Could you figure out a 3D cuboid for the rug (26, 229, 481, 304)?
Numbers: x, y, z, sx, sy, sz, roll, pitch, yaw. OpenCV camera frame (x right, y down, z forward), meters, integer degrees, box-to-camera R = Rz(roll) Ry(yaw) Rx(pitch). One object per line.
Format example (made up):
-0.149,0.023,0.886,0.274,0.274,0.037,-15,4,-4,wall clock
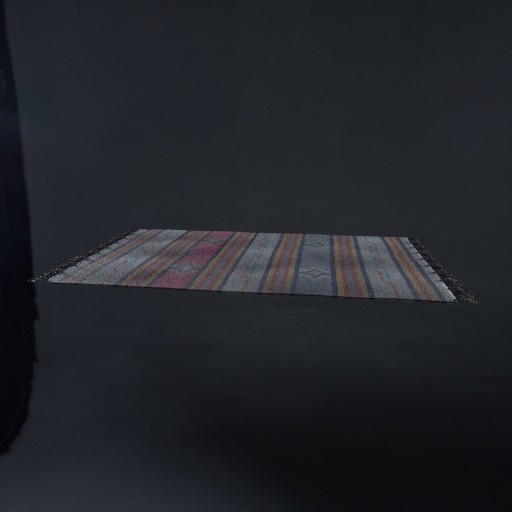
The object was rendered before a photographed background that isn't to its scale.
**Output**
0.000,0.000,2.286,1.849,0.013,1.084,2,16,8,rug
